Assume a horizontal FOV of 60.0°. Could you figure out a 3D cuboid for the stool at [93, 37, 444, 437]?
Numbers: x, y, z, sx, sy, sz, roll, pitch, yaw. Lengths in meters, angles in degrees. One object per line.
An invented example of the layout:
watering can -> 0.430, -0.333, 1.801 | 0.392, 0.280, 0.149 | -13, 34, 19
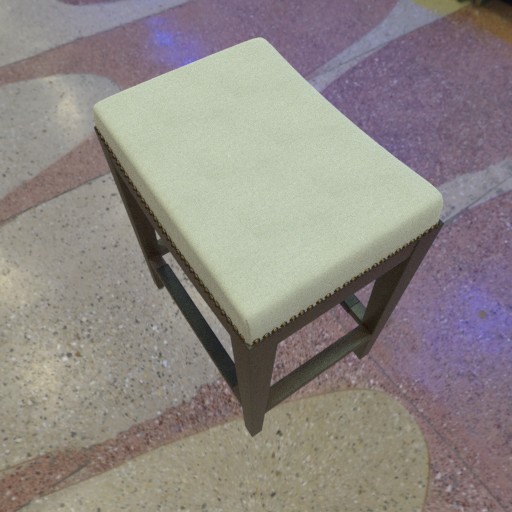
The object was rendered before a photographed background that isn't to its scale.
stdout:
stool -> 0.000, 0.000, 0.931 | 0.361, 0.642, 0.500 | -30, 63, -17
